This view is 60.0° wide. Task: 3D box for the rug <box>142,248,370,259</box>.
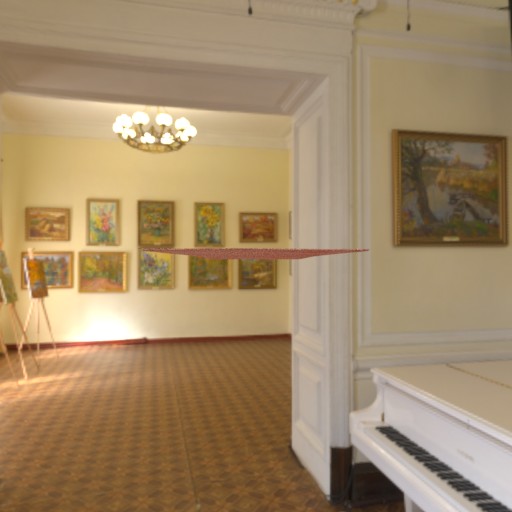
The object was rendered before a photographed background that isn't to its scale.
[{"bbox_3d":[0.000,0.000,2.558,0.718,0.013,2.353,0,-1,0],"label":"rug"}]
